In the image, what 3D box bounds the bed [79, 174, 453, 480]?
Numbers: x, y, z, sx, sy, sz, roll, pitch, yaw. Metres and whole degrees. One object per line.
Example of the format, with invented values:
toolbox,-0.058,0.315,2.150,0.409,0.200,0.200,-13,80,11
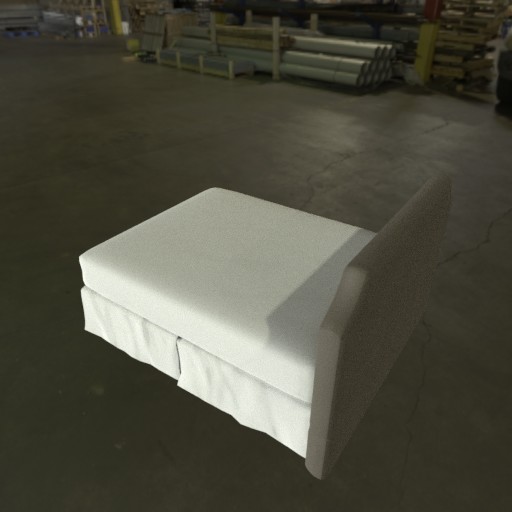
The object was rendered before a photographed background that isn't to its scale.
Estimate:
bed,0.000,0.000,3.266,2.181,1.297,1.831,20,37,29
